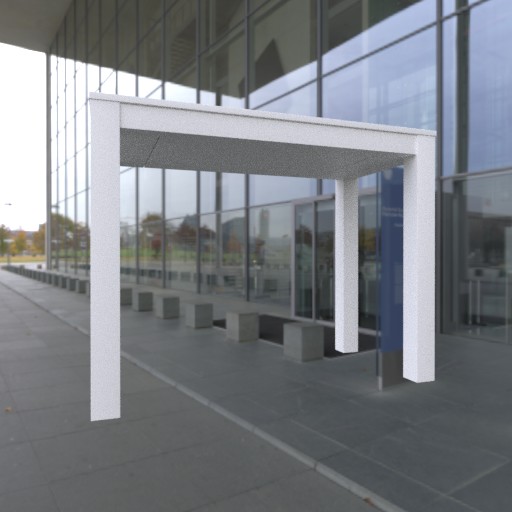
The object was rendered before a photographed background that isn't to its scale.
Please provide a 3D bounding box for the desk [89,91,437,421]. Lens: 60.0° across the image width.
[{"bbox_3d":[0.000,0.000,1.420,0.990,0.762,0.497,0,0,-19],"label":"desk"}]
